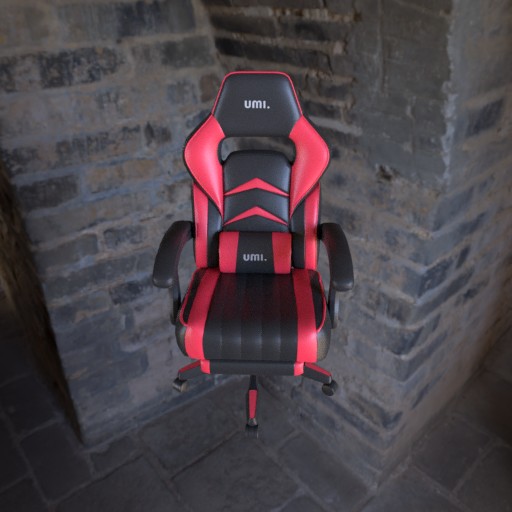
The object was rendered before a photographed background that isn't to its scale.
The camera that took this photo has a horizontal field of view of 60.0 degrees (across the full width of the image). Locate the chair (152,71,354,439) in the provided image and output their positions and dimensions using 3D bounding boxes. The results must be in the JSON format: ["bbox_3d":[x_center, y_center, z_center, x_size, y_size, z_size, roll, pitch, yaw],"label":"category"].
[{"bbox_3d":[0.000,0.000,1.666,0.700,1.220,0.700,1,30,2],"label":"chair"}]
